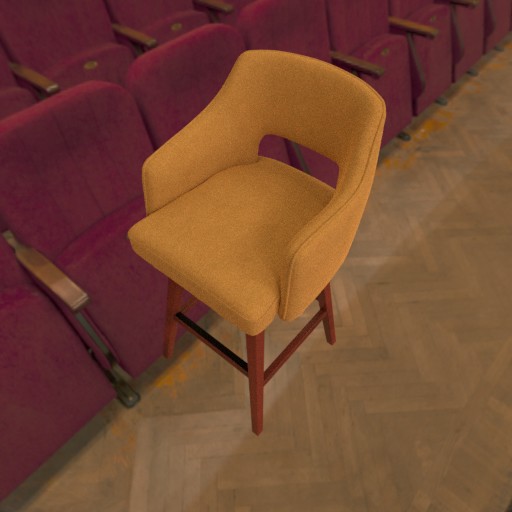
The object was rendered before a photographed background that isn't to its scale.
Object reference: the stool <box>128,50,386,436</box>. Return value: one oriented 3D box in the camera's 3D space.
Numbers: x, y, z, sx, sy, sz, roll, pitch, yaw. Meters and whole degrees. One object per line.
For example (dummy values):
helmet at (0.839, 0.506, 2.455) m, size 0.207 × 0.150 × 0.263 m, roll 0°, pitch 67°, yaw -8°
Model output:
stool at (0.000, 0.000, 1.352) m, size 0.548 × 1.012 × 0.558 m, roll 32°, pitch 55°, yaw 25°
